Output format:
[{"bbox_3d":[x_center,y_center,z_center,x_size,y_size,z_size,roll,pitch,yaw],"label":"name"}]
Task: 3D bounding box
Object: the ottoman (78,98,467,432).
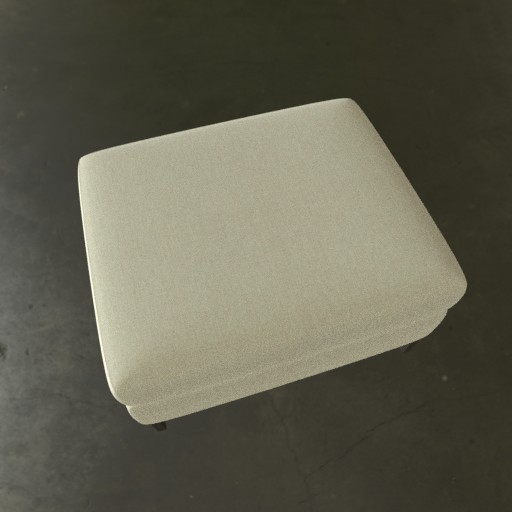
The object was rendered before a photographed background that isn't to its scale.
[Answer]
[{"bbox_3d":[0.000,0.000,1.190,0.794,0.453,0.657,-15,60,-9],"label":"ottoman"}]
